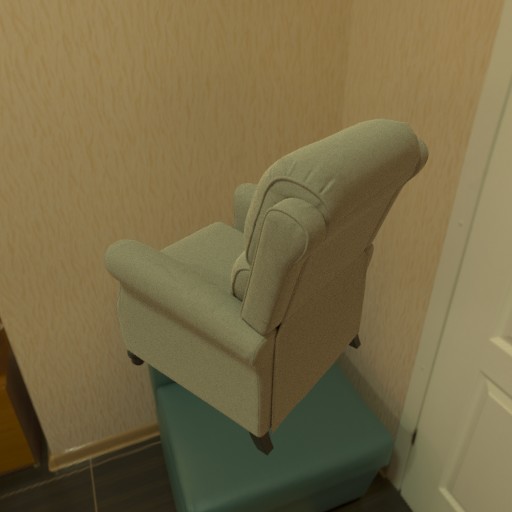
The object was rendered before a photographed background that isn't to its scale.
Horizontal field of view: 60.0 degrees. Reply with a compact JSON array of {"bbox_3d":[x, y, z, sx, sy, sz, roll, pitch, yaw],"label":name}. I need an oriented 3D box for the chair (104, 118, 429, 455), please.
[{"bbox_3d":[0.000,0.000,1.707,0.919,1.046,0.859,21,37,32],"label":"chair"}]
